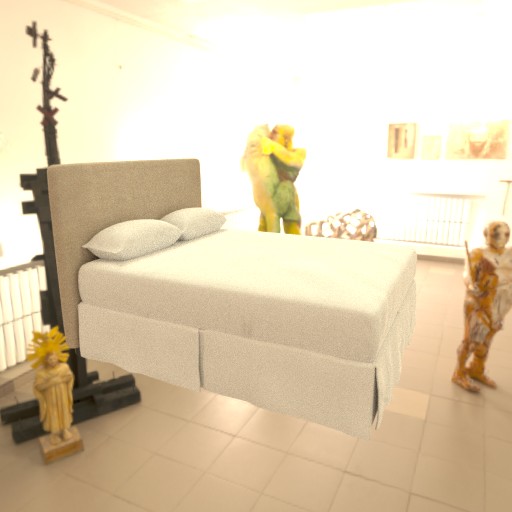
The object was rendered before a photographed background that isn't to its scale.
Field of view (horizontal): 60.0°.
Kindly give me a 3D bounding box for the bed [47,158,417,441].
[{"bbox_3d":[0.000,0.000,3.208,2.162,1.330,1.713,7,16,25],"label":"bed"}]
